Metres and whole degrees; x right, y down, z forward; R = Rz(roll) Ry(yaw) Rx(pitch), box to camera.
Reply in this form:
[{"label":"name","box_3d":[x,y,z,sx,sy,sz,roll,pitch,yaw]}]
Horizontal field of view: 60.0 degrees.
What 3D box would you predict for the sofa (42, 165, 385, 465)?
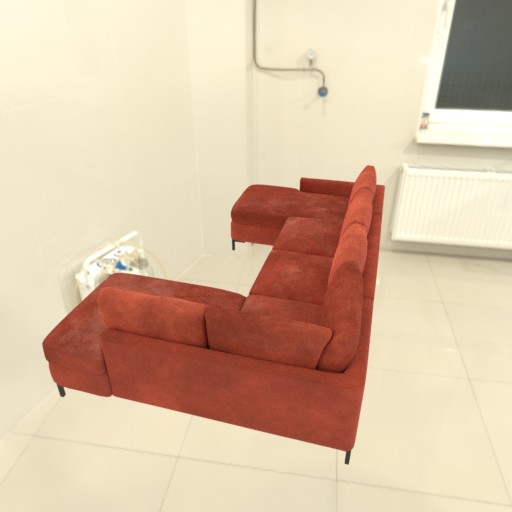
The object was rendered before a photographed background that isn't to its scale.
[{"label":"sofa","box_3d":[0.000,0.000,3.746,1.981,0.858,2.971,8,31,14]}]
